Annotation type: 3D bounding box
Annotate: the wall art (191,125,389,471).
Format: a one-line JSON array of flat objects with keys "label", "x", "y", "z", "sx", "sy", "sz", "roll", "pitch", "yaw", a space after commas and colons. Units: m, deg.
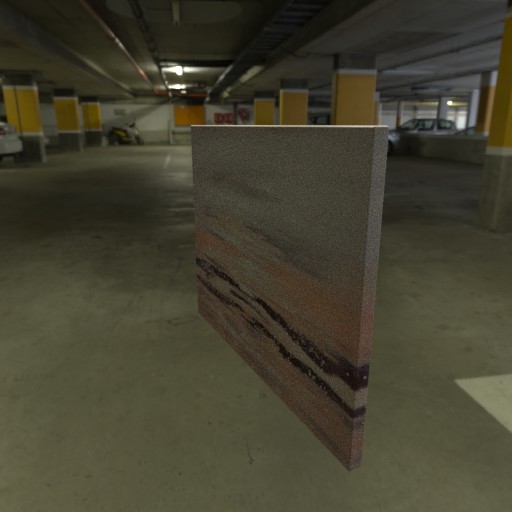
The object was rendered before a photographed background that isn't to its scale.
[{"label": "wall art", "x": 0.000, "y": 0.000, "z": 1.350, "sx": 0.038, "sy": 0.763, "sz": 1.015, "roll": -8, "pitch": 18, "yaw": -26}]
